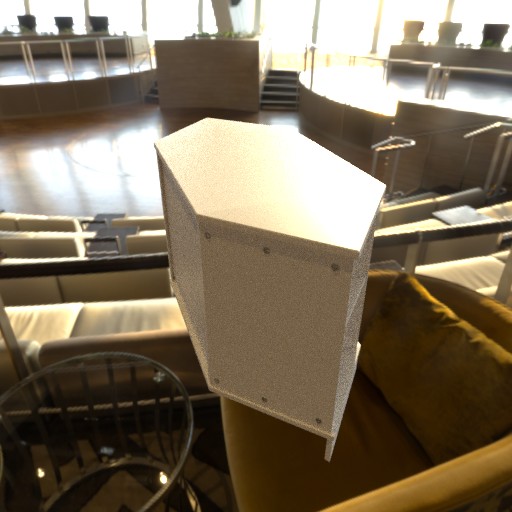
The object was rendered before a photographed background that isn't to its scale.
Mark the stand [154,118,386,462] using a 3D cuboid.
[{"bbox_3d":[0.000,0.000,1.390,0.477,0.614,1.072,-11,32,-17],"label":"stand"}]
